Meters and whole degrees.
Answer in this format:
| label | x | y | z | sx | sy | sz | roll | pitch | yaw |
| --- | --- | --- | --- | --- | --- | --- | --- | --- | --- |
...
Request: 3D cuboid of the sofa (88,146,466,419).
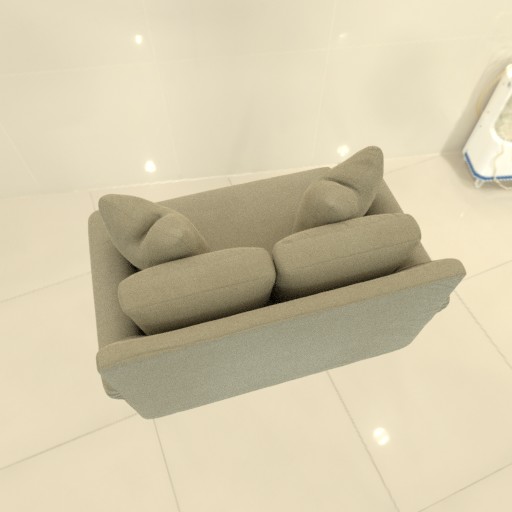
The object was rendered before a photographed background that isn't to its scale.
| label | x | y | z | sx | sy | sz | roll | pitch | yaw |
| --- | --- | --- | --- | --- | --- | --- | --- | --- | --- |
| sofa | 0.000 | 0.000 | 2.185 | 1.550 | 0.905 | 1.070 | -13 | 59 | -8 |
